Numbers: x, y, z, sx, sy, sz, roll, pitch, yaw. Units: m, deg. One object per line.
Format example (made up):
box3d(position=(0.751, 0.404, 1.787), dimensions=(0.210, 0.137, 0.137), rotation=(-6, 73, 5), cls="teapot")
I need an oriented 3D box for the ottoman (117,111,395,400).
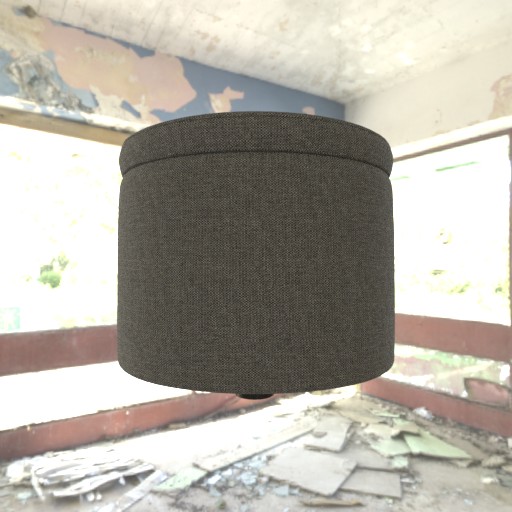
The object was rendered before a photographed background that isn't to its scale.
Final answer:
box3d(position=(0.000, 0.000, 0.871), dimensions=(0.520, 0.430, 0.520), rotation=(0, -1, 0), cls="ottoman")
